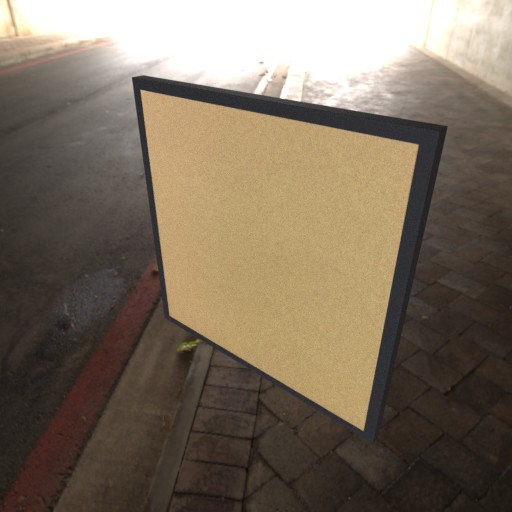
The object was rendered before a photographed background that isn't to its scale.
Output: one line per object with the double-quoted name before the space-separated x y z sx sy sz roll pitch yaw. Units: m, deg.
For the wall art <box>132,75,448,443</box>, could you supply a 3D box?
"wall art" 0.000 0.000 1.100 0.762 0.760 0.037 23 38 33
